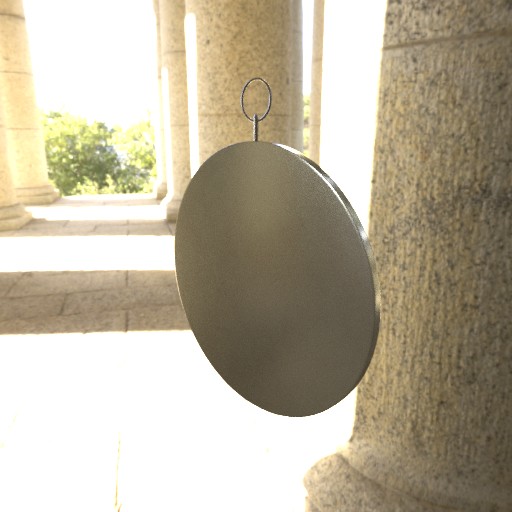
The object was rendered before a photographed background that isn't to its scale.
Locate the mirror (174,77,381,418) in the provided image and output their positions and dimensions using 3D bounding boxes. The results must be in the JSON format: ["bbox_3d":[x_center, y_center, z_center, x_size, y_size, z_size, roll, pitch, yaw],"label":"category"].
[{"bbox_3d":[0.000,0.000,0.947,0.020,0.713,0.594,-14,20,-43],"label":"mirror"}]
